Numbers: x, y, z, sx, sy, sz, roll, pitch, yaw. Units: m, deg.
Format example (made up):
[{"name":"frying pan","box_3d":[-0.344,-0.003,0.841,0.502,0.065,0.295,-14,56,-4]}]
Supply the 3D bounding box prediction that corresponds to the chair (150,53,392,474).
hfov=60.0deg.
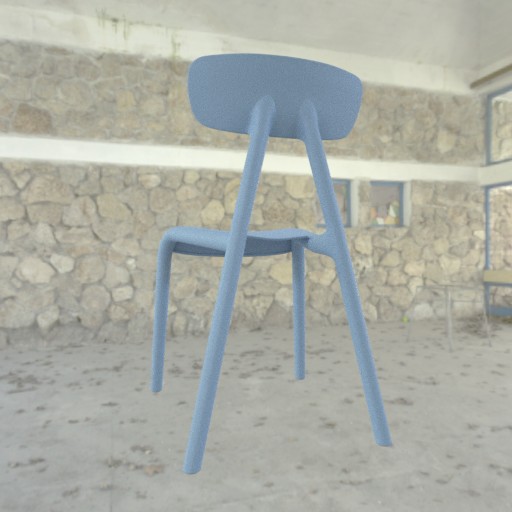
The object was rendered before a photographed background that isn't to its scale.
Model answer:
[{"name":"chair","box_3d":[0.000,0.000,0.818,0.356,0.580,0.401,0,0,-17]}]
